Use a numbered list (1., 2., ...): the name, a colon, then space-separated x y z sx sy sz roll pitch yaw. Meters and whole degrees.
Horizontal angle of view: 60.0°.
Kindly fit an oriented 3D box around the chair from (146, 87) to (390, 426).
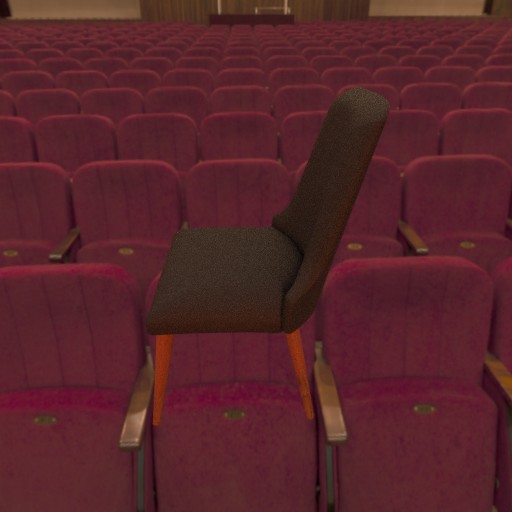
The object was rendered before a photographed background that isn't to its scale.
1. chair: 0.000 0.000 1.181 0.567 0.820 0.504 -1 28 -1
